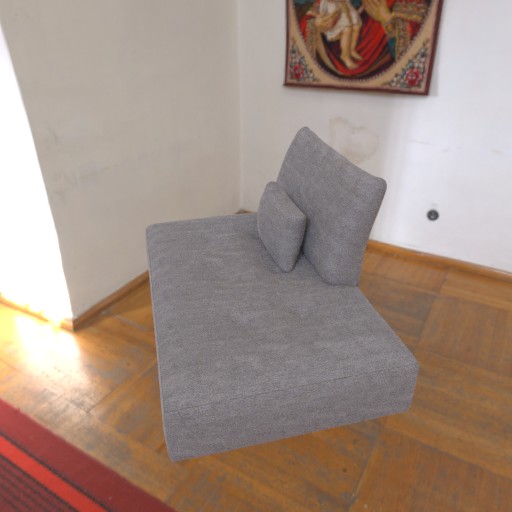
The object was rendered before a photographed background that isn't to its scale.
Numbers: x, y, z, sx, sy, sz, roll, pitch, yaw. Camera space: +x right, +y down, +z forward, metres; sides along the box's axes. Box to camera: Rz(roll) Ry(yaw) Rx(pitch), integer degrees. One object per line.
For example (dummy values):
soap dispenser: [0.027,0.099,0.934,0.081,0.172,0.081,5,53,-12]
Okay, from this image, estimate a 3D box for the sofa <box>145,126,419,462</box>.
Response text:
sofa: [0.000,0.000,2.060,1.002,0.820,1.450,-7,31,-12]
